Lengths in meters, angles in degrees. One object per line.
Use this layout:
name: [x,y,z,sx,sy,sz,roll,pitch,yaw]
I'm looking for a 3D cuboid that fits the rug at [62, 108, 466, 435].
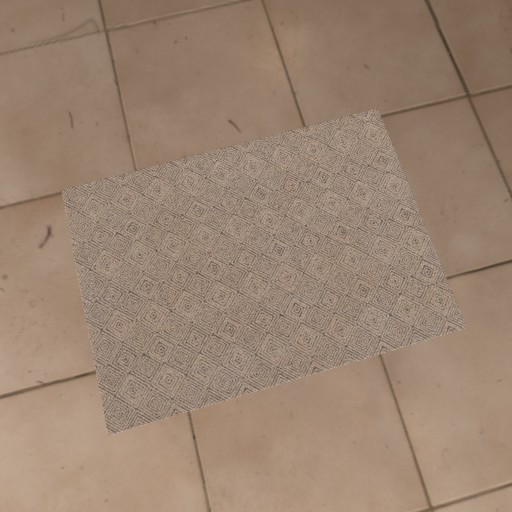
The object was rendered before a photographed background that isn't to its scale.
rug: [0.000,0.000,2.841,2.238,0.008,1.593,-16,76,-4]
